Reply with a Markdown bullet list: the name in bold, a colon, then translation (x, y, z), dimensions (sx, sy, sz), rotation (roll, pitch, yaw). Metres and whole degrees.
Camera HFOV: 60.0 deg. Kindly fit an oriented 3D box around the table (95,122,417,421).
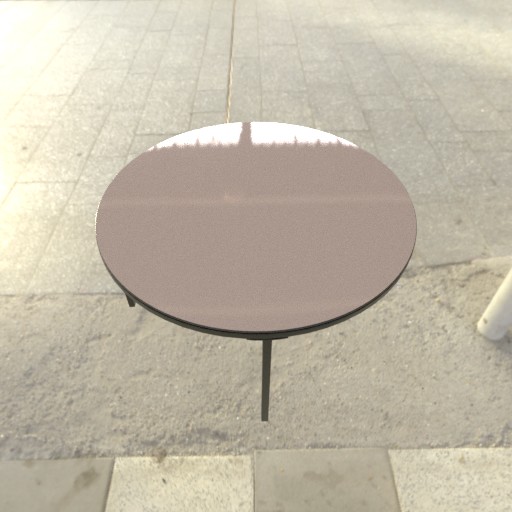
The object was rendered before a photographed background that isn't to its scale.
- **table**: translation (0.000, 0.000, 1.275), dimensions (0.800, 0.400, 0.800), rotation (0, 46, 0)
